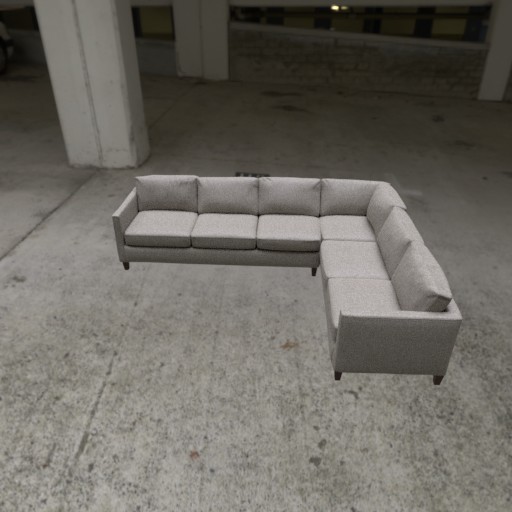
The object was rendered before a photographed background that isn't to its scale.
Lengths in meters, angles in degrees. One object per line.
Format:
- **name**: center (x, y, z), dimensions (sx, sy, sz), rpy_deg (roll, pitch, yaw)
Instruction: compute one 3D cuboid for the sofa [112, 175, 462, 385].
- **sofa**: center (0.000, 0.000, 4.616), dimensions (3.302, 0.947, 2.593), rpy_deg (2, 30, 3)
